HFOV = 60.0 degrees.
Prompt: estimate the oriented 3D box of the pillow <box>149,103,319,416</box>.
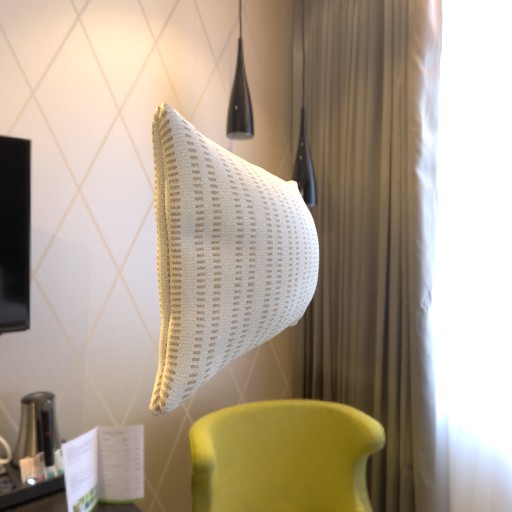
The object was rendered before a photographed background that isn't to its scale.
[{"bbox_3d":[0.000,0.000,0.791,0.210,0.353,0.640,0,1,18],"label":"pillow"}]
